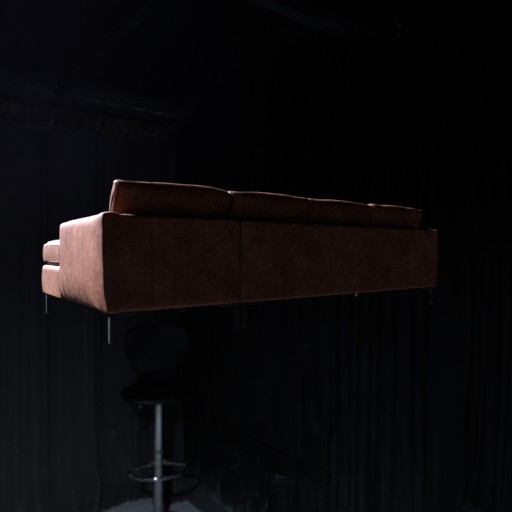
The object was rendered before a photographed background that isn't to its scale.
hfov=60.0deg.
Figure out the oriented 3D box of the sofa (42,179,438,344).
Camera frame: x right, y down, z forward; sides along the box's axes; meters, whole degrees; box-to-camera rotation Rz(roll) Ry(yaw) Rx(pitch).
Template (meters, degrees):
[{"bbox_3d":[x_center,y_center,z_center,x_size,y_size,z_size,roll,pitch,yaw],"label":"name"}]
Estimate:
[{"bbox_3d":[0.000,0.000,3.648,2.993,0.859,1.471,0,1,-37],"label":"sofa"}]
